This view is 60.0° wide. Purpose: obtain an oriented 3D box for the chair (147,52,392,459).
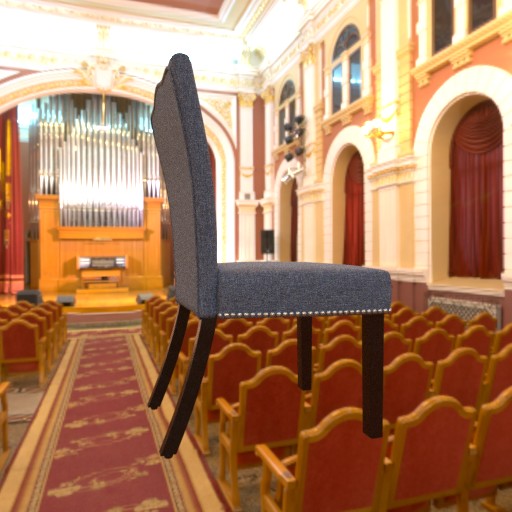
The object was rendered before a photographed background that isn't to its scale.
[{"bbox_3d":[0.000,0.000,1.292,0.589,0.946,0.518,0,0,-18],"label":"chair"}]
